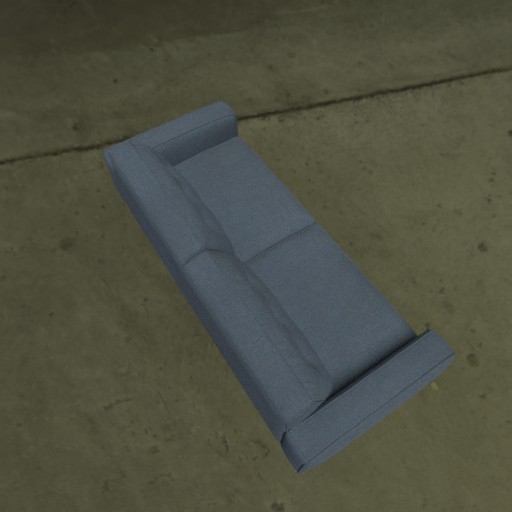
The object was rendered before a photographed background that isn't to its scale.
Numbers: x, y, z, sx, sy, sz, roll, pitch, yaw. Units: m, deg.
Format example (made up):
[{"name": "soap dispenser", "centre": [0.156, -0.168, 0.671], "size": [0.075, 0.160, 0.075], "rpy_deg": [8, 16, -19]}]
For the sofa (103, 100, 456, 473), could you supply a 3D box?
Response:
[{"name": "sofa", "centre": [0.000, 0.000, 2.690], "size": [0.953, 0.782, 2.270], "rpy_deg": [-29, 63, -17]}]
